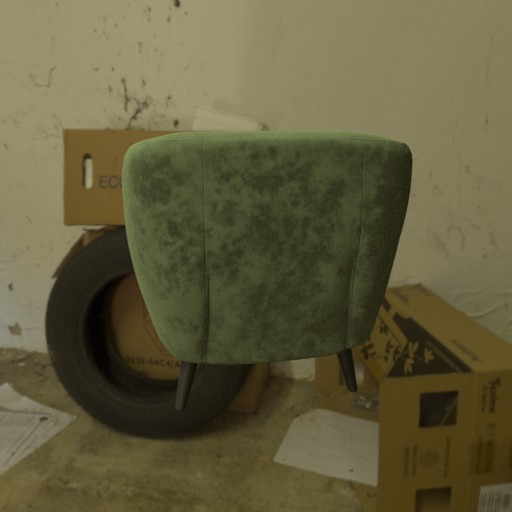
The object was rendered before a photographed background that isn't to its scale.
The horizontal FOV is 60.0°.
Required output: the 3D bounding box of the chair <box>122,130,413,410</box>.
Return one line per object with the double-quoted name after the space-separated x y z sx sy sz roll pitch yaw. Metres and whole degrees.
0.000 0.000 1.501 0.840 0.804 0.819 -3 15 -10 "chair"
